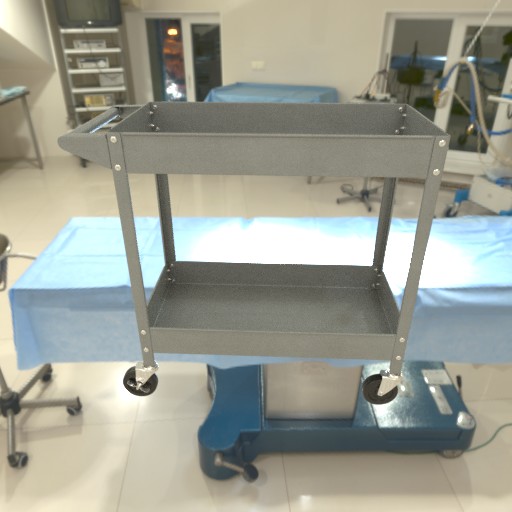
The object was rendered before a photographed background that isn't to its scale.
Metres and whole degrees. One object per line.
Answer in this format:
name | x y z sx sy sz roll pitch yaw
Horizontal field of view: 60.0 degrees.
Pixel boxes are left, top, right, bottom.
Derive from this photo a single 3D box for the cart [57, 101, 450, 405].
cart | 0.000 0.000 1.171 0.779 0.719 0.366 1 29 2
